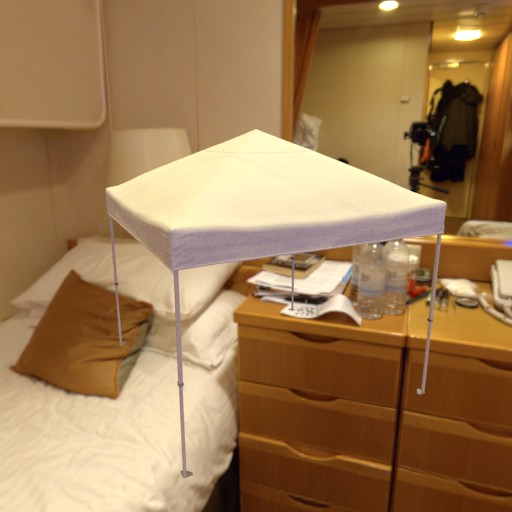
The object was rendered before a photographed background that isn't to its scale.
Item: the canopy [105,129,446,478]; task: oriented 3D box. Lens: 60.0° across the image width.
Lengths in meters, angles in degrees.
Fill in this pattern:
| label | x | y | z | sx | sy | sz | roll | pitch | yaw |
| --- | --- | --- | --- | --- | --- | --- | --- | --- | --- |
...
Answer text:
| label | x | y | z | sx | sy | sz | roll | pitch | yaw |
| --- | --- | --- | --- | --- | --- | --- | --- | --- | --- |
| canopy | 0.000 | 0.000 | 5.453 | 2.996 | 2.997 | 2.998 | -8 | 17 | -26 |
